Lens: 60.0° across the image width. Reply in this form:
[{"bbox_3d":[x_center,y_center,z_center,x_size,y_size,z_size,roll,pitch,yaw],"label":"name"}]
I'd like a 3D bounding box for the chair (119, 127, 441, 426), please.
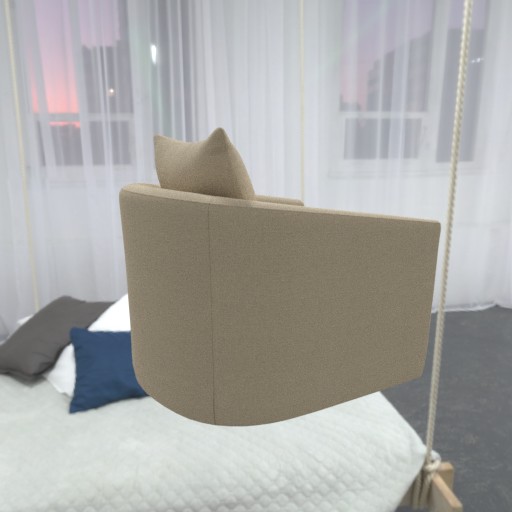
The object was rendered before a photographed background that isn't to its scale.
[{"bbox_3d":[0.000,0.000,1.583,0.910,0.848,0.845,-7,14,-28],"label":"chair"}]
